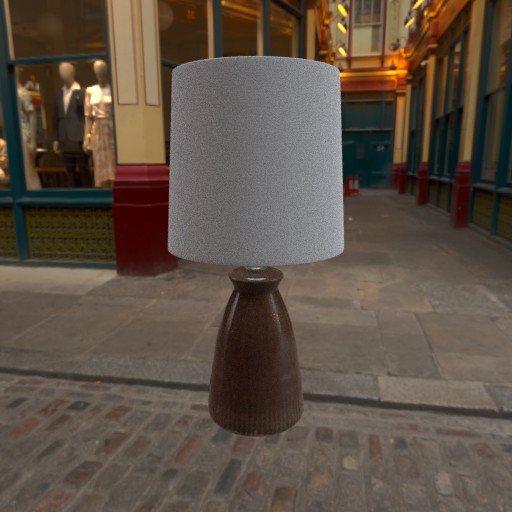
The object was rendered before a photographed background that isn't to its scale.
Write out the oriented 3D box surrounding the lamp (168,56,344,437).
[{"bbox_3d":[0.000,0.000,0.480,0.186,0.369,0.186,0,13,0],"label":"lamp"}]
